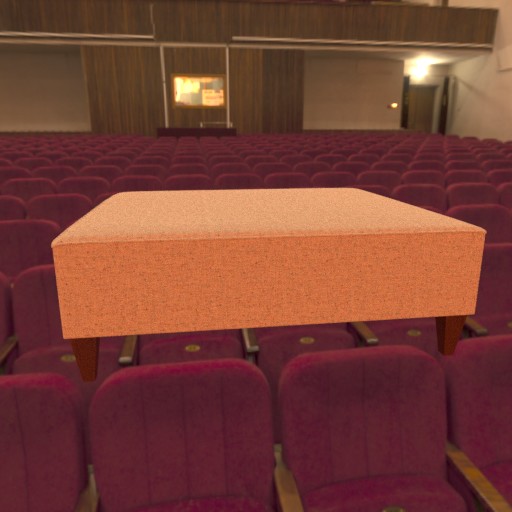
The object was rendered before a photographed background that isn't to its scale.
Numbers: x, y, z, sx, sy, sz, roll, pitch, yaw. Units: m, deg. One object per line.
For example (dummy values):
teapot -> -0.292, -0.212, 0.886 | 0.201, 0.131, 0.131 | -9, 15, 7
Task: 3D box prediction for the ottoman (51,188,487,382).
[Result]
ottoman -> 0.000, 0.000, 1.215 | 0.835, 0.303, 0.736 | -2, 15, -8
